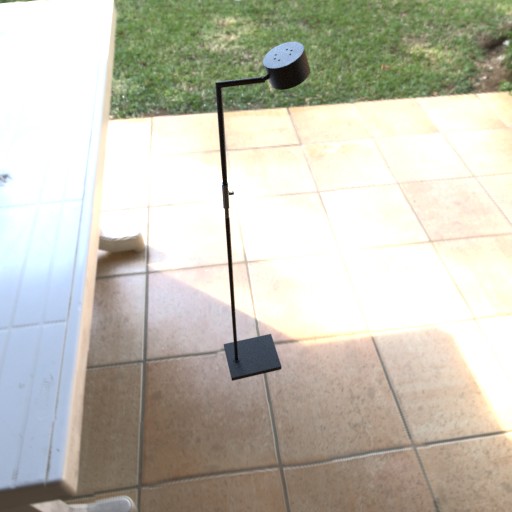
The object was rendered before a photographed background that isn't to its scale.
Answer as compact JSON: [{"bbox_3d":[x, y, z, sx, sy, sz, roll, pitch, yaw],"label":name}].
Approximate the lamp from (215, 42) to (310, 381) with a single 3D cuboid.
[{"bbox_3d":[0.000,0.000,1.751,0.304,1.600,0.203,-11,49,-10],"label":"lamp"}]
